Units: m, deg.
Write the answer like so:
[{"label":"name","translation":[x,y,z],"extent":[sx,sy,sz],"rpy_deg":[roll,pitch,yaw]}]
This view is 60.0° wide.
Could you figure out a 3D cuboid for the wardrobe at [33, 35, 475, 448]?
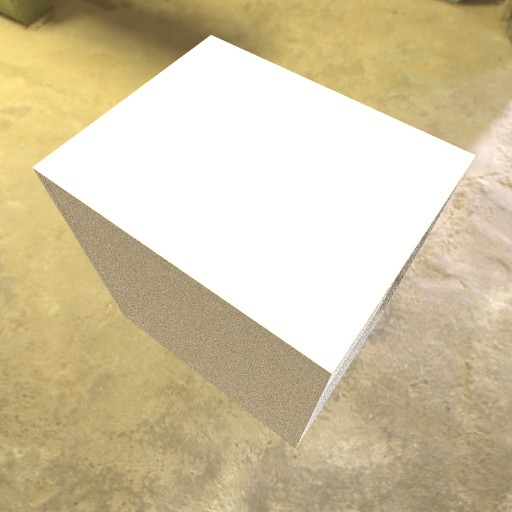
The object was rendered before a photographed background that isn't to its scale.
[{"label":"wardrobe","translation":[0.000,0.000,0.860],"extent":[0.500,0.520,0.400],"rpy_deg":[32,64,18]}]
